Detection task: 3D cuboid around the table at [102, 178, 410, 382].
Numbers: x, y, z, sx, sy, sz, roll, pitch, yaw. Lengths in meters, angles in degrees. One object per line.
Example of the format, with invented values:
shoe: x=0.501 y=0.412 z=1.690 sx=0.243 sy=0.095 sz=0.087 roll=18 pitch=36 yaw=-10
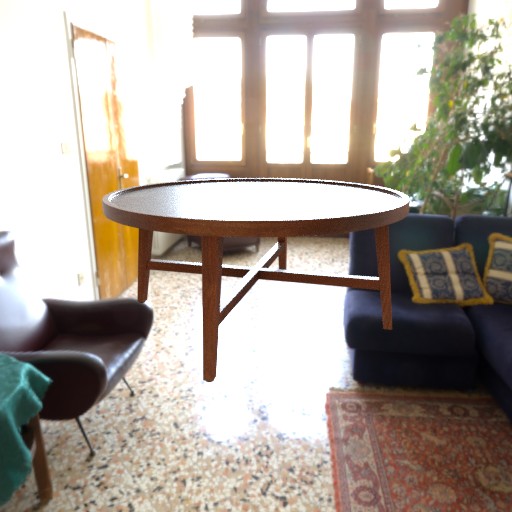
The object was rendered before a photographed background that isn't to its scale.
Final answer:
table: x=0.000 y=0.000 z=1.262 sx=0.800 sy=0.360 sz=0.800 roll=0 pitch=16 yaw=0
